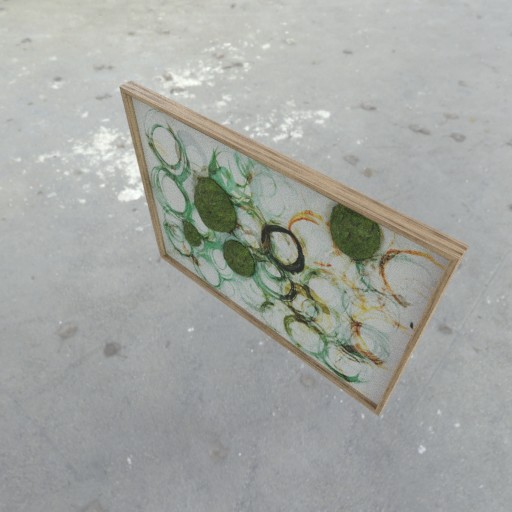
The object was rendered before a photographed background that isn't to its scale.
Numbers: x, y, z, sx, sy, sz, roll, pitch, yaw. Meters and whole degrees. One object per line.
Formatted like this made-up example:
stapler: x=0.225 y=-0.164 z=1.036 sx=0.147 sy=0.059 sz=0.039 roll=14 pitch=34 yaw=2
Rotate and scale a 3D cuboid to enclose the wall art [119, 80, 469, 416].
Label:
wall art: x=0.000 y=0.000 z=1.099 sx=0.841 sy=0.609 sz=0.063 roll=33 pitch=56 yaw=26
